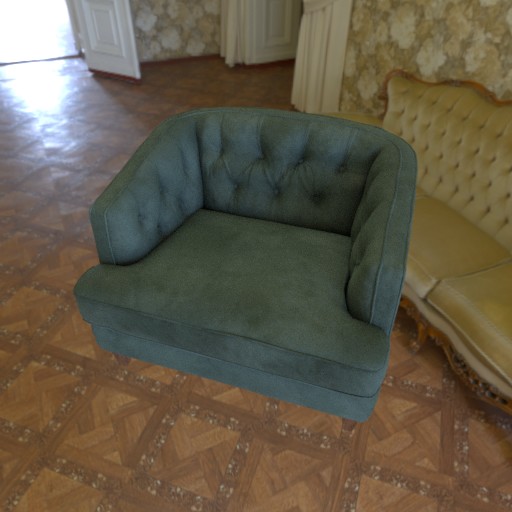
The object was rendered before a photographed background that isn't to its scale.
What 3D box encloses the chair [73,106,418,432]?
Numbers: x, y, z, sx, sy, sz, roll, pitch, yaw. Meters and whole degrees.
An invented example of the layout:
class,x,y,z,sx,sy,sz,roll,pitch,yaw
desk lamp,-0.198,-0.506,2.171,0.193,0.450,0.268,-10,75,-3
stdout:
class,x,y,z,sx,sy,sz,roll,pitch,yaw
chair,0.000,0.000,1.763,1.104,0.852,0.941,12,40,14
